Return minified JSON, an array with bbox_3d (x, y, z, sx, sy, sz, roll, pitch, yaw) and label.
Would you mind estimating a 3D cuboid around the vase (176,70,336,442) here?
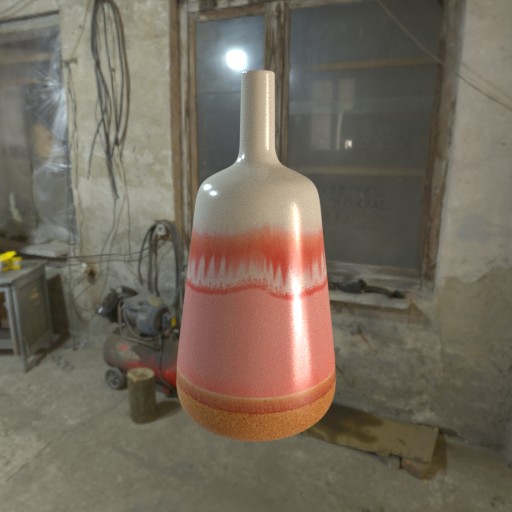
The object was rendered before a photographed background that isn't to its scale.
[{"bbox_3d":[0.000,0.000,0.382,0.144,0.296,0.144,0,13,0],"label":"vase"}]
